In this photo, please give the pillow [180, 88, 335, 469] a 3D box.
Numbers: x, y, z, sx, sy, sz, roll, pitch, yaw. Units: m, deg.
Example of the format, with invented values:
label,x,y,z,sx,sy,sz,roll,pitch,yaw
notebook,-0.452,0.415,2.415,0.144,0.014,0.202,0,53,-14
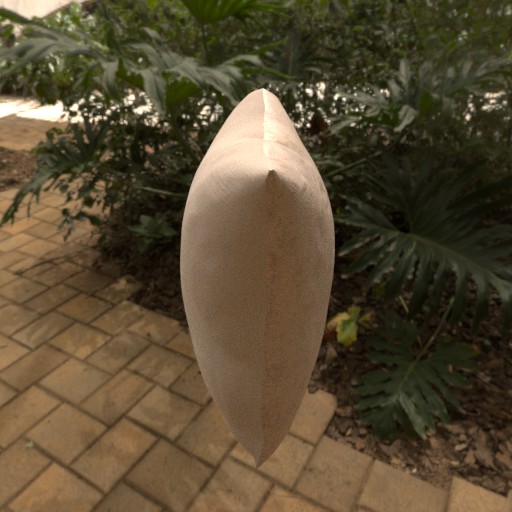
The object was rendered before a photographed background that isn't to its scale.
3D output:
label,x,y,z,sx,sy,sz,roll,pitch,yaw
pillow,0.000,0.000,0.720,0.245,0.448,0.450,1,30,2
